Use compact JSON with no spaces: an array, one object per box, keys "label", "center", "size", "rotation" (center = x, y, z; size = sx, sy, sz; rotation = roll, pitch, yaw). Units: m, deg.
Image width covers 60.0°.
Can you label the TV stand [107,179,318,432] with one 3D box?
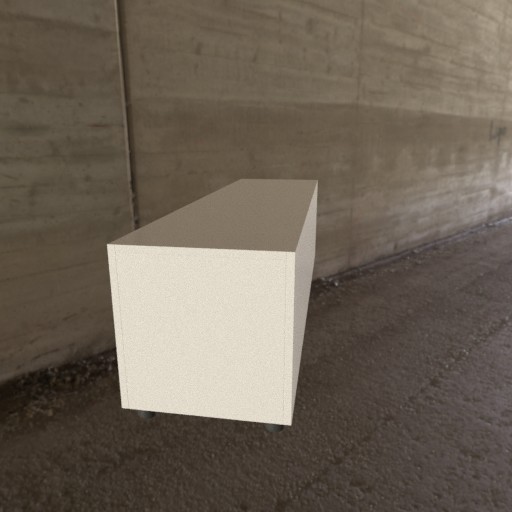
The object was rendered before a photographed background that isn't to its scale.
[{"label":"TV stand","center":[0.000,0.000,1.704],"size":[0.410,0.440,1.500],"rotation":[2,16,9]}]
